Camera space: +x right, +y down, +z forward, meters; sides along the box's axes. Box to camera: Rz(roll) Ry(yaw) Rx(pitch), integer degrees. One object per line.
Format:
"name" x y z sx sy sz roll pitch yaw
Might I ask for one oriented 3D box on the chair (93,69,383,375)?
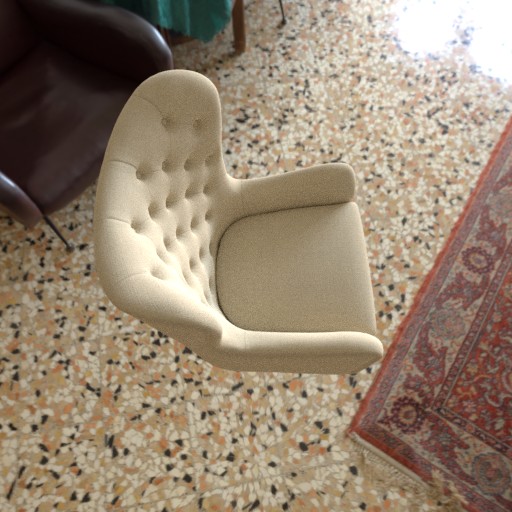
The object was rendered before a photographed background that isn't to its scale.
"chair" 0.000 0.000 1.702 0.929 1.079 0.831 -2 65 -1
